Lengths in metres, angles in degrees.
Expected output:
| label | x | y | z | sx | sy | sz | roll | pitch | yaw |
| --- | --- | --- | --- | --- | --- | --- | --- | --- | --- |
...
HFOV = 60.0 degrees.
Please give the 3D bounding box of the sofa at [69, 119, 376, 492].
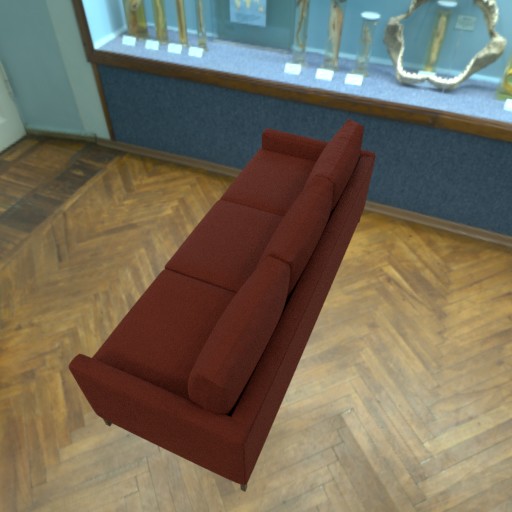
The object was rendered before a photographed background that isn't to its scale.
| label | x | y | z | sx | sy | sz | roll | pitch | yaw |
| --- | --- | --- | --- | --- | --- | --- | --- | --- | --- |
| sofa | 0.000 | 0.000 | 2.647 | 0.875 | 0.879 | 2.252 | 17 | 48 | 16 |
